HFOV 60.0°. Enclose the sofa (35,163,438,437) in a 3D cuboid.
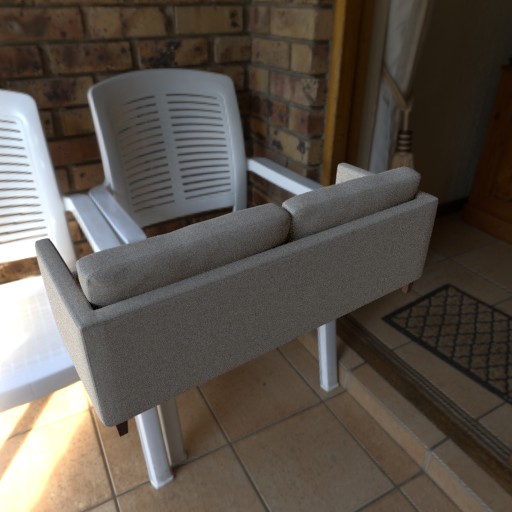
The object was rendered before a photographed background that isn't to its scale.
[{"bbox_3d":[0.000,0.000,2.885,2.434,0.965,0.951,-19,35,-29],"label":"sofa"}]
